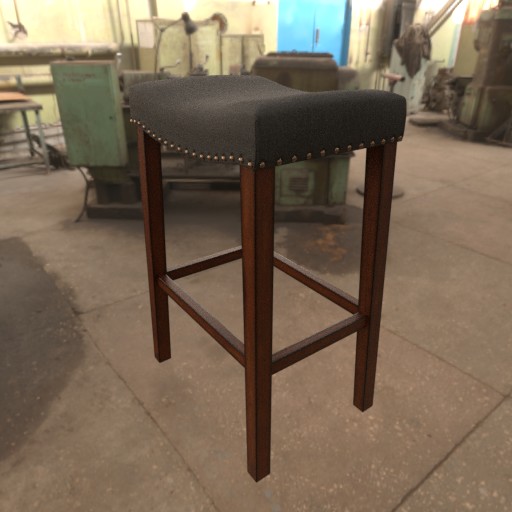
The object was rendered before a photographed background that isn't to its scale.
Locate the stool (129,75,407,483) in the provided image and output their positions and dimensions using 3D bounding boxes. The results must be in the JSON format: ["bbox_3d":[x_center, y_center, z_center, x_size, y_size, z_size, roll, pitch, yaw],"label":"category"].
[{"bbox_3d":[0.000,0.000,1.039,0.366,0.760,0.502,-18,32,-32],"label":"stool"}]
